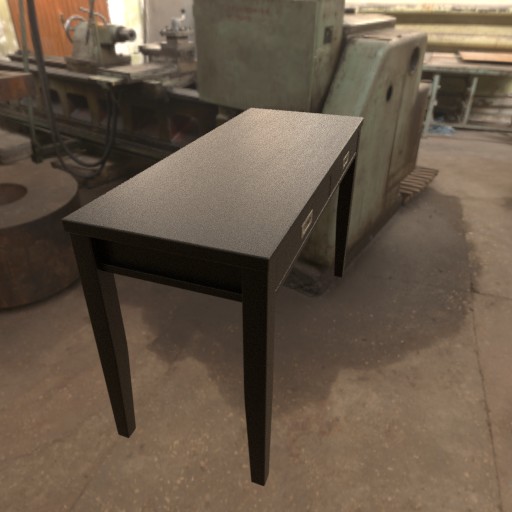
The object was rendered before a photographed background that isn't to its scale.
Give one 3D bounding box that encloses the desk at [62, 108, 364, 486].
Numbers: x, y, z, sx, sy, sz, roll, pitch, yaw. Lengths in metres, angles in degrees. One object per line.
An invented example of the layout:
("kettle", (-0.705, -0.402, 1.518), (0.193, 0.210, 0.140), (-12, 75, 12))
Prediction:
("desk", (0.000, 0.000, 1.636), (0.508, 0.775, 1.220), (11, 32, 17))
